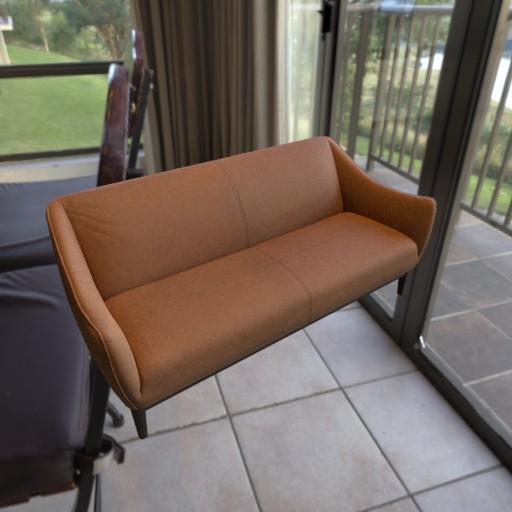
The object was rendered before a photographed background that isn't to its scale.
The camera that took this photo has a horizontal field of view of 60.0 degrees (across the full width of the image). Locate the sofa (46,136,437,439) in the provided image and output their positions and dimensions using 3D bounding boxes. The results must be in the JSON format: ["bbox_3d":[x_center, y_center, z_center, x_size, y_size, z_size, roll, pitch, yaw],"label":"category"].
[{"bbox_3d":[0.000,0.000,2.357,1.928,0.830,0.869,-21,37,-31],"label":"sofa"}]
